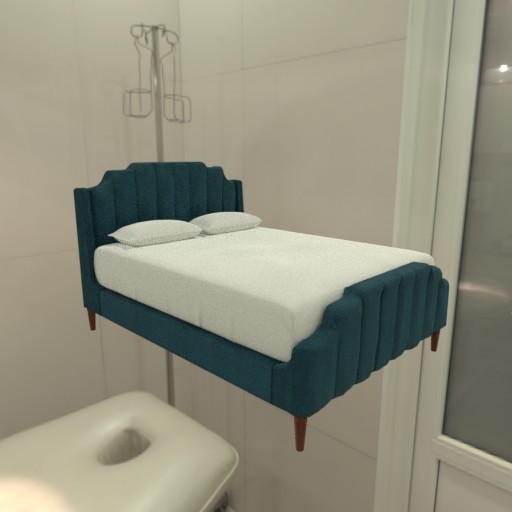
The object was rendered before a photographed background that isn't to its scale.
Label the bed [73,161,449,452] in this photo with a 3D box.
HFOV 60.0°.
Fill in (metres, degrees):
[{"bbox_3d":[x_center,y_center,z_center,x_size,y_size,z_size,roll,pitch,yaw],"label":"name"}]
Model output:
[{"bbox_3d":[0.000,0.000,3.309,2.322,1.351,1.676,12,18,43],"label":"bed"}]
